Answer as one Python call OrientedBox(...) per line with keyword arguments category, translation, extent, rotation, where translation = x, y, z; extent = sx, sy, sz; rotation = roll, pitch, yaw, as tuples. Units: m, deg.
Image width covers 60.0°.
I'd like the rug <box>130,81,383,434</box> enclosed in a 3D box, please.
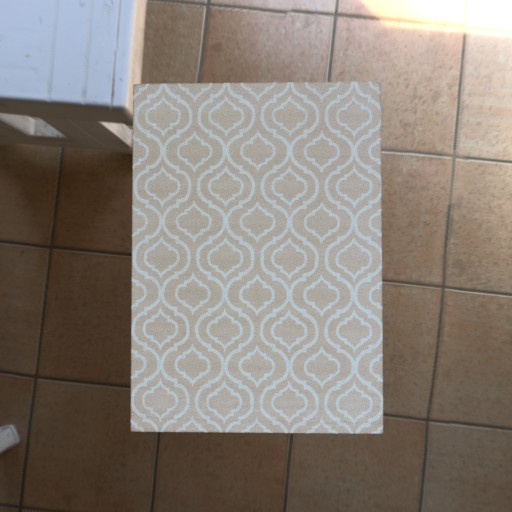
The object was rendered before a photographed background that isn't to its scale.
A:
OrientedBox(category="rug", translation=(0.000, 0.000, 2.701), extent=(1.524, 0.010, 2.134), rotation=(0, 88, 1))
